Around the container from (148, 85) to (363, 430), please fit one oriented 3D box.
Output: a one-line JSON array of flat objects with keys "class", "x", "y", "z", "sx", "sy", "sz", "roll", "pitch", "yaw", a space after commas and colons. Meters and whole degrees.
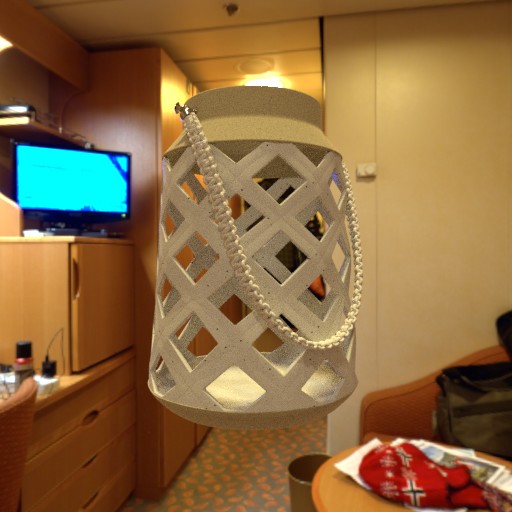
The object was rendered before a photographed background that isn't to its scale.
[{"class": "container", "x": 0.000, "y": 0.000, "z": 0.399, "sx": 0.188, "sy": 0.264, "sz": 0.198, "roll": 0, "pitch": 0, "yaw": -37}]
